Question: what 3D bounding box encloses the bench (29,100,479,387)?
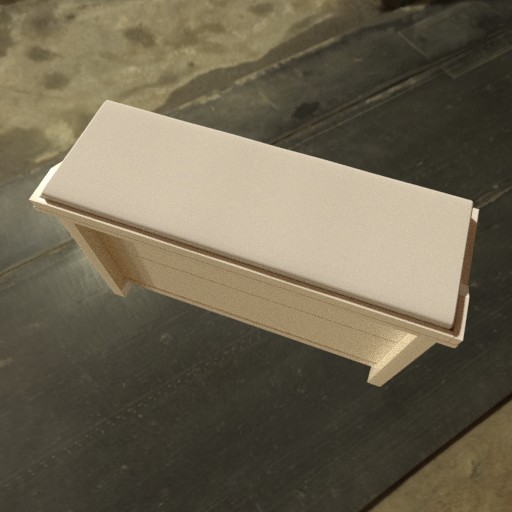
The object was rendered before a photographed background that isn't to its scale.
[{"bbox_3d":[0.000,0.000,1.258,0.987,0.589,0.346,18,64,9],"label":"bench"}]
